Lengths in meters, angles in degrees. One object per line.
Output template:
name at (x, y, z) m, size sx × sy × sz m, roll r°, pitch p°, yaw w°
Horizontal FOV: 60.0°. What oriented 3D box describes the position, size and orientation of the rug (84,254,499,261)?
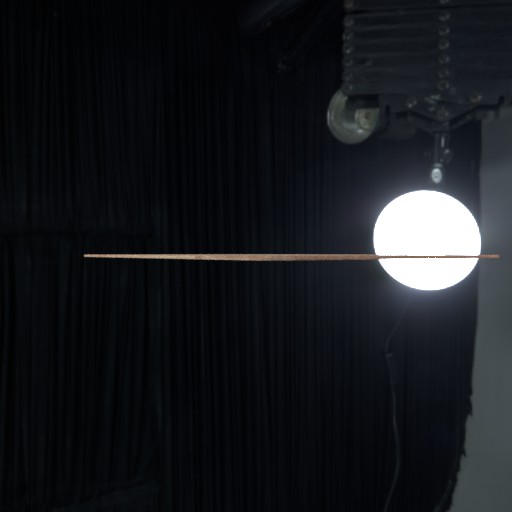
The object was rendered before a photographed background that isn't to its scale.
rug at (0.000, 0.000, 2.259) m, size 1.219 × 0.014 × 1.829 m, roll 0°, pitch 0°, yaw -36°
